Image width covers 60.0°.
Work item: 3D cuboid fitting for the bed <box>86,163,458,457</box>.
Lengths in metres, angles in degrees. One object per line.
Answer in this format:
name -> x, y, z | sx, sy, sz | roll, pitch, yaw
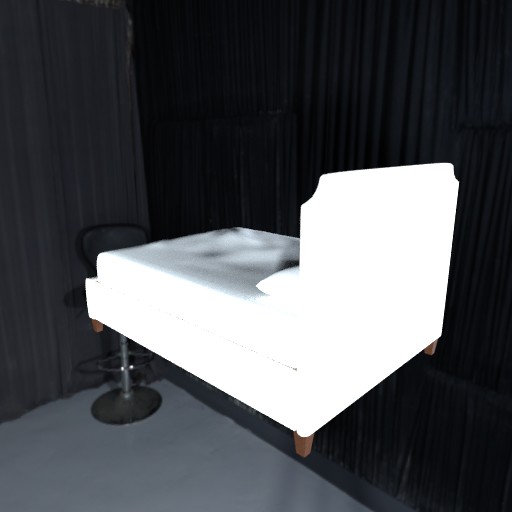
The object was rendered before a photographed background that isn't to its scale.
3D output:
bed -> 0.000, 0.000, 3.428 | 2.365, 1.443, 1.712 | 14, 20, 42
